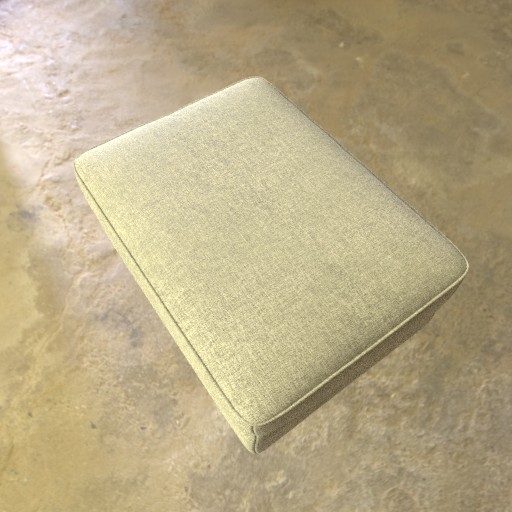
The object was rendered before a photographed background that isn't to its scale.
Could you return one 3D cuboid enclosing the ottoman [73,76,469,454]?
[{"bbox_3d":[0.000,0.000,1.297,0.661,0.561,0.889,-31,63,-18],"label":"ottoman"}]
